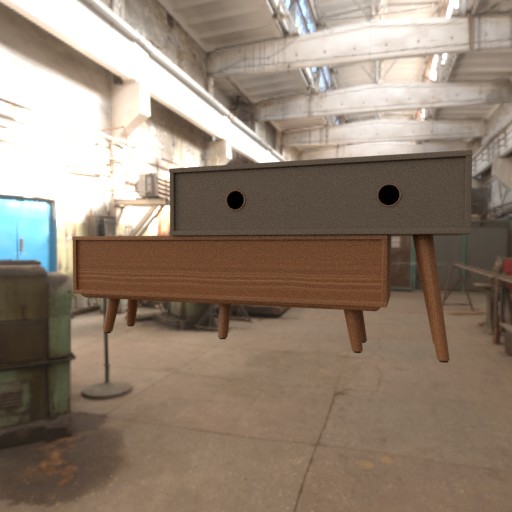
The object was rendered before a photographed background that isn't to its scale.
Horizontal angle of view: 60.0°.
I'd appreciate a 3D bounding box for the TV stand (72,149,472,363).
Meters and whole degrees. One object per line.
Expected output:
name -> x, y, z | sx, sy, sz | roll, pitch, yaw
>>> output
TV stand -> 0.000, 0.000, 1.566 | 1.336, 0.591, 0.329 | 1, 2, 19
